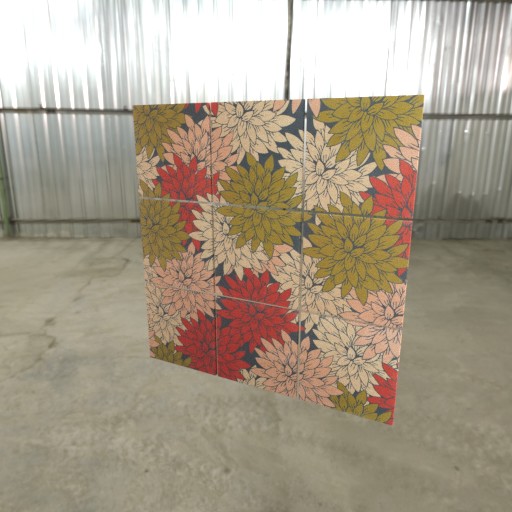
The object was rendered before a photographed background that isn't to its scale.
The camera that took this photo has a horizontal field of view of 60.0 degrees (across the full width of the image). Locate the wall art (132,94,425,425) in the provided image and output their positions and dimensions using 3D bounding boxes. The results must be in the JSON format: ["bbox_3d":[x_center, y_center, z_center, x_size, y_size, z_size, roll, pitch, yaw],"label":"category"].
[{"bbox_3d":[0.000,0.000,1.380,0.904,0.913,0.013,8,17,26],"label":"wall art"}]
